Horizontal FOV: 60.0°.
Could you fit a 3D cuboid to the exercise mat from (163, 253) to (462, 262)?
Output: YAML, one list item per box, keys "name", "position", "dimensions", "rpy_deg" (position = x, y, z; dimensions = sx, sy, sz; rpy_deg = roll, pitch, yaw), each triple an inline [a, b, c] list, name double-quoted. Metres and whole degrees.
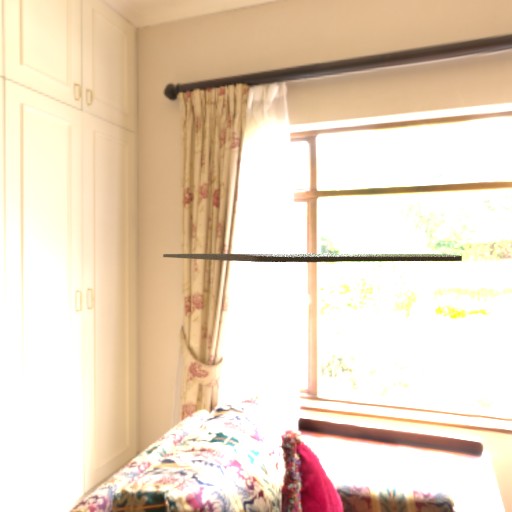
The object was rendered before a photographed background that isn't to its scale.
- name: "exercise mat"
  position: [0.000, 0.000, 2.003]
  dimensions: [0.616, 0.021, 1.869]
  rpy_deg: [0, 0, -19]
